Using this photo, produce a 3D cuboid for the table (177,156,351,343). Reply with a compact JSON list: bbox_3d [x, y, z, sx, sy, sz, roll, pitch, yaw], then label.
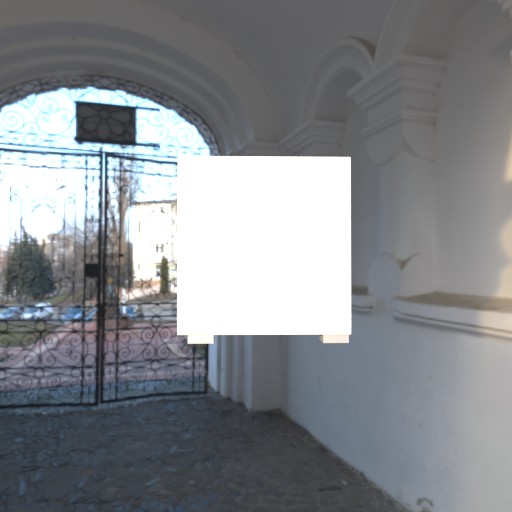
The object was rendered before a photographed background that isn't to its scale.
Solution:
[{"bbox_3d":[0.000,0.000,1.819,0.390,0.420,1.650,0,-1,-1],"label":"table"}]
